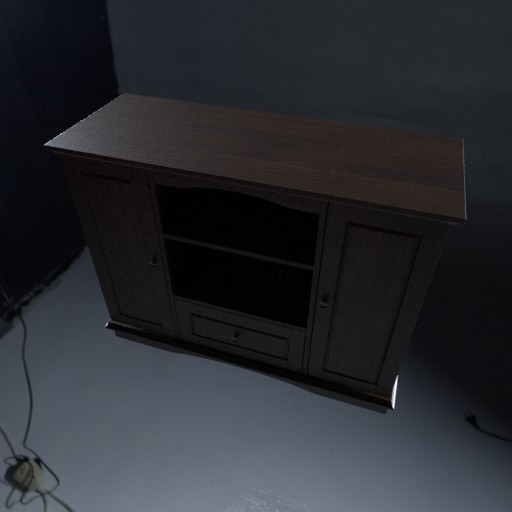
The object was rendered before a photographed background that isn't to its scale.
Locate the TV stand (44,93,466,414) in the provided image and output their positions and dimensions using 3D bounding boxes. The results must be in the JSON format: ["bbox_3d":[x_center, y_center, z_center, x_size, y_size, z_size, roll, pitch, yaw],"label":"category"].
[{"bbox_3d":[0.000,0.000,1.468,1.067,0.813,0.406,12,42,14],"label":"TV stand"}]
